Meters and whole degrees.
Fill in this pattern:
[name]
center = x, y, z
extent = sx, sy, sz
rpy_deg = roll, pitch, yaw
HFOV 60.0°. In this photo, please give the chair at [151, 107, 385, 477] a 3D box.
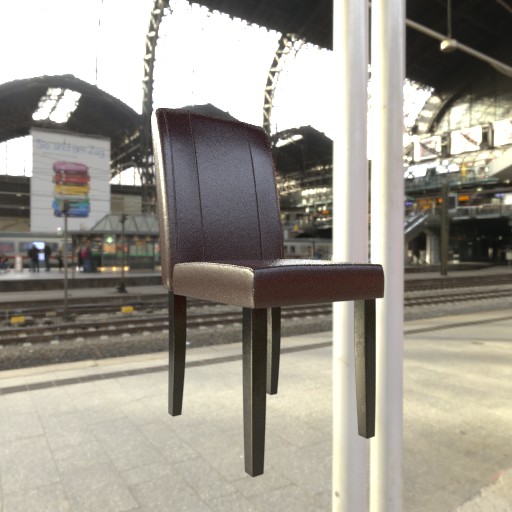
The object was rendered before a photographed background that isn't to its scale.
[chair]
center = 0.000, 0.000, 1.210
extent = 0.399, 0.897, 0.556
rpy_deg = 0, 0, -34
